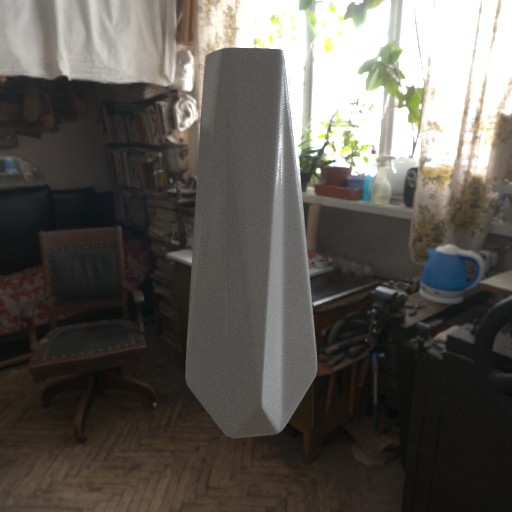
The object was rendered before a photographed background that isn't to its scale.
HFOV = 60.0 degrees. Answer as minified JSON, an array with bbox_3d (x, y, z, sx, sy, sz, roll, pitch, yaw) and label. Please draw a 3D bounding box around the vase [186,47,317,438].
[{"bbox_3d":[0.000,0.000,0.393,0.116,0.329,0.122,3,17,10],"label":"vase"}]
